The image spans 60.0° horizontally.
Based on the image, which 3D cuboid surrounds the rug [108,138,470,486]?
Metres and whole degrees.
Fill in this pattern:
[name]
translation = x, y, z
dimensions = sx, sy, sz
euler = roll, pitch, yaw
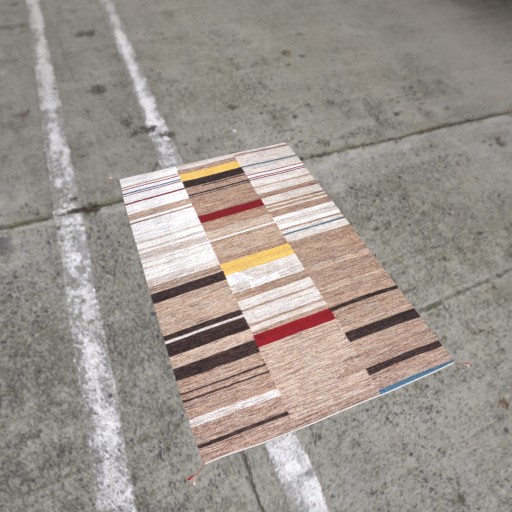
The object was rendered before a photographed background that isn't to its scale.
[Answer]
[rug]
translation = 0.000, 0.000, 2.337
dimensions = 1.268, 0.007, 1.918
euler = -16, 50, -14
